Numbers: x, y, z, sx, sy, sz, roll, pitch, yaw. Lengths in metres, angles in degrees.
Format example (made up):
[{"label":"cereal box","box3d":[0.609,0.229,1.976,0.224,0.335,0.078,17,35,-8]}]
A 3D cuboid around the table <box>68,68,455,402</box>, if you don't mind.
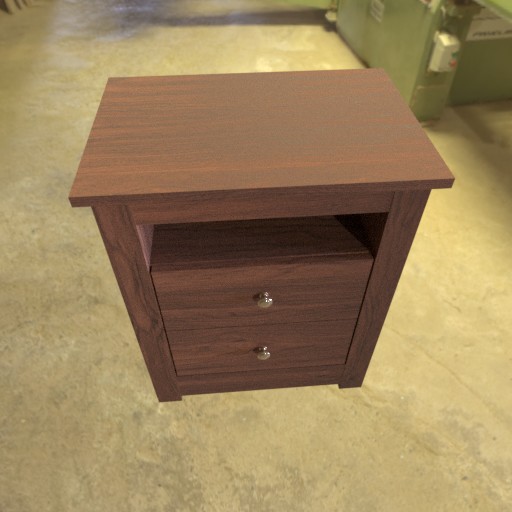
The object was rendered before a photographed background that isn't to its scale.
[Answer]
[{"label":"table","box3d":[0.000,0.000,1.065,0.589,0.711,0.406,-3,46,-3]}]
